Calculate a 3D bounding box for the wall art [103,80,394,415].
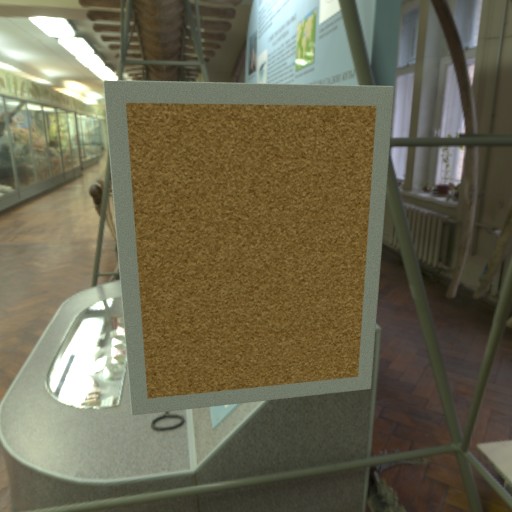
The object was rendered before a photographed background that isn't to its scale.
[{"bbox_3d":[0.000,0.000,0.766,0.454,0.556,0.028,-3,16,-10],"label":"wall art"}]
